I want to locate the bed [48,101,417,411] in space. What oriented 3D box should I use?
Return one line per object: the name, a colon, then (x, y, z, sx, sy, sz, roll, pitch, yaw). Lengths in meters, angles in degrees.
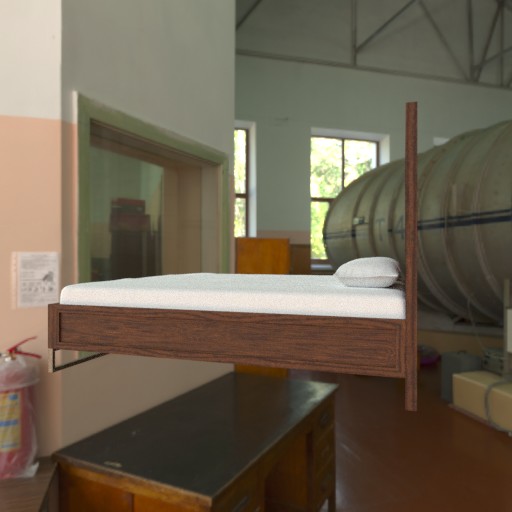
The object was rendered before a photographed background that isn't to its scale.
bed: (0.000, 0.000, 3.311, 2.218, 1.487, 1.765, 0, 0, 18)
